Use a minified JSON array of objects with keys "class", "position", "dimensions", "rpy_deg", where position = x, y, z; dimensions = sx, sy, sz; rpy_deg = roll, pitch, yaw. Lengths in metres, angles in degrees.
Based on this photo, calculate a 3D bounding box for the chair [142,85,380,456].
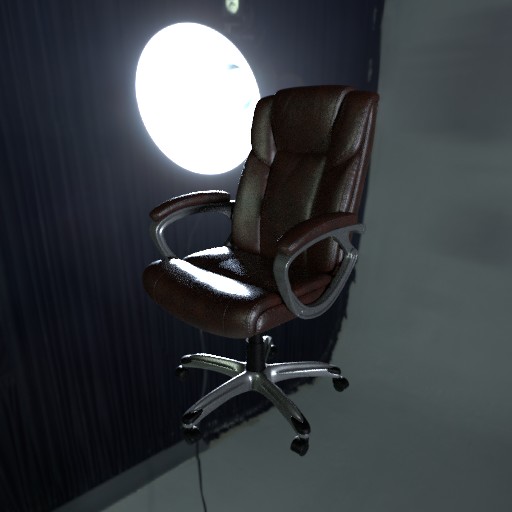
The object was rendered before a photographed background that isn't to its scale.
[{"class":"chair","position":[0.000,0.000,1.529],"dimensions":[0.656,1.128,0.692],"rpy_deg":[16,23,41]}]
